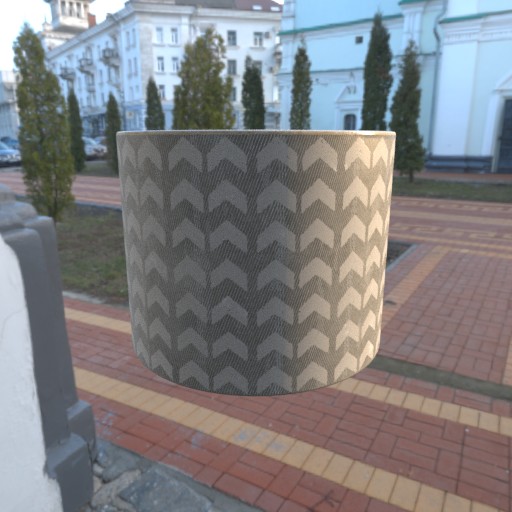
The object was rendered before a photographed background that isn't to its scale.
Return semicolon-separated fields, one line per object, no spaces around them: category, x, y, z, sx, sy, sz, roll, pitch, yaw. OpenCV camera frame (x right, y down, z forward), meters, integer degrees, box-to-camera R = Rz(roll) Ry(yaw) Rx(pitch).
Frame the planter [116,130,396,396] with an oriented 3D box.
planter;0.000;0.000;0.338;0.190;0.181;0.190;0;15;0
